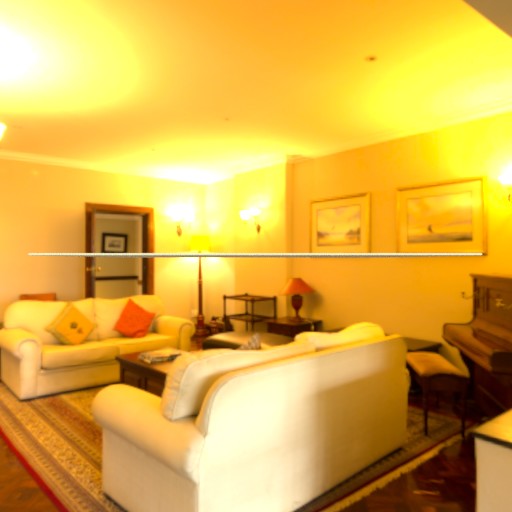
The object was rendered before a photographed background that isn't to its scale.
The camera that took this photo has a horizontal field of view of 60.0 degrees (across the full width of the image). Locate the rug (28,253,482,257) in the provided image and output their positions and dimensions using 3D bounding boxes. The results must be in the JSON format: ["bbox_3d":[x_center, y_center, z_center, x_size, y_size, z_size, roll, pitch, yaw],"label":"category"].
[{"bbox_3d":[0.000,0.000,4.033,2.945,0.014,2.353,0,-1,1],"label":"rug"}]
